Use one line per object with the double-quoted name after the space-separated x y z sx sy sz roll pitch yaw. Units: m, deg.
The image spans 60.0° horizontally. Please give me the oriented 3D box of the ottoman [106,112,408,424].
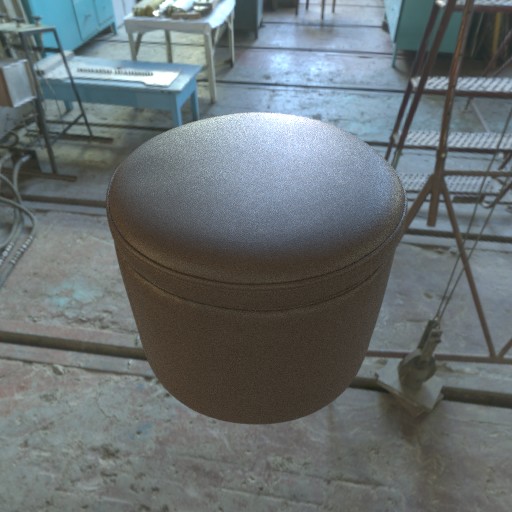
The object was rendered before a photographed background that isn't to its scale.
0.000 0.000 0.860 0.500 0.409 0.500 0 42 0 "ottoman"
